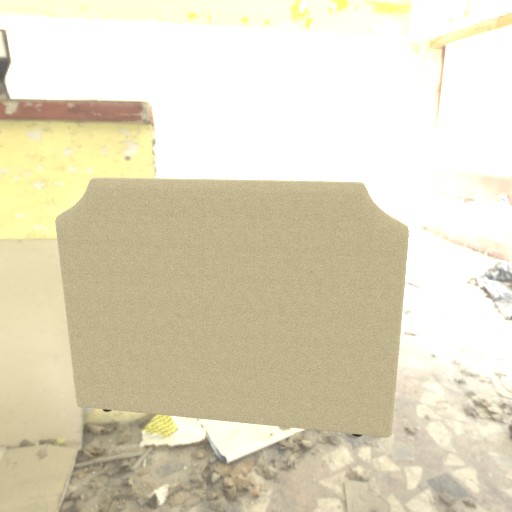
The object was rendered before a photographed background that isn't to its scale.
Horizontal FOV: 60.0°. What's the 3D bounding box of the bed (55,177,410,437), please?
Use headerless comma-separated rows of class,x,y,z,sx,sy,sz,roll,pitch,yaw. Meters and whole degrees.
bed,0.000,0.000,3.155,1.693,1.290,2.116,2,16,8
